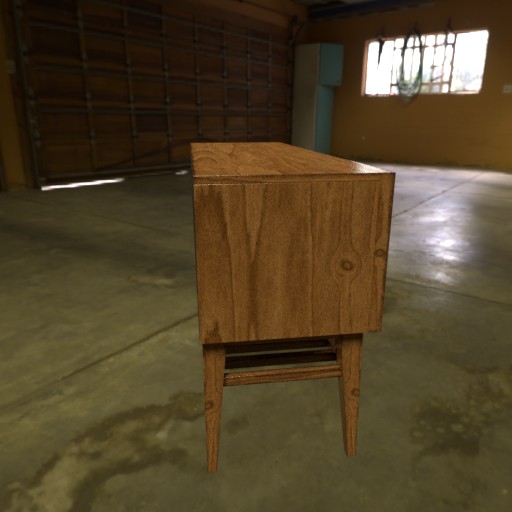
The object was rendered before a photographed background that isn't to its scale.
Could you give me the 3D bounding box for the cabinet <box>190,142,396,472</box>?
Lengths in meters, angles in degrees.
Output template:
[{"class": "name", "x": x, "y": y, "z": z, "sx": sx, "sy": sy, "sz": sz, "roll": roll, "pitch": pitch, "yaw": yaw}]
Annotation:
[{"class": "cabinet", "x": 0.000, "y": 0.000, "z": 1.755, "sx": 0.477, "sy": 0.802, "sz": 1.363, "roll": -2, "pitch": 17, "yaw": -8}]
